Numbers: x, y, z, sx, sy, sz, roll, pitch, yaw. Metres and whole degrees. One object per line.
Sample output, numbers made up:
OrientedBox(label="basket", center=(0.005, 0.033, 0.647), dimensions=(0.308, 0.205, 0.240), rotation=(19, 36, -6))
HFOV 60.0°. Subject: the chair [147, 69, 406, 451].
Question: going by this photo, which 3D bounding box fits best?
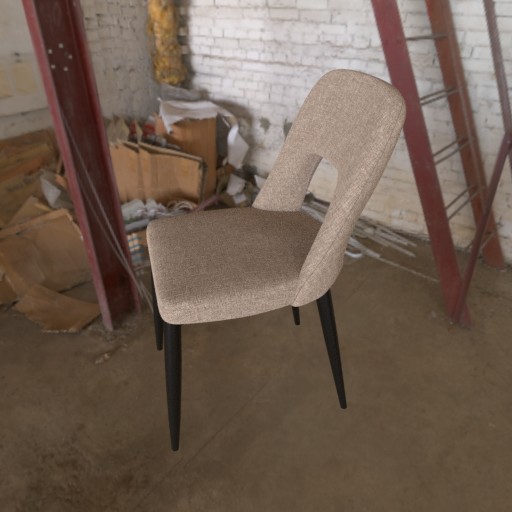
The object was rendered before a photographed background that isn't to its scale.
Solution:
OrientedBox(label="chair", center=(0.000, 0.000, 1.242), dimensions=(0.612, 0.931, 0.470), rotation=(-9, 32, -14))
